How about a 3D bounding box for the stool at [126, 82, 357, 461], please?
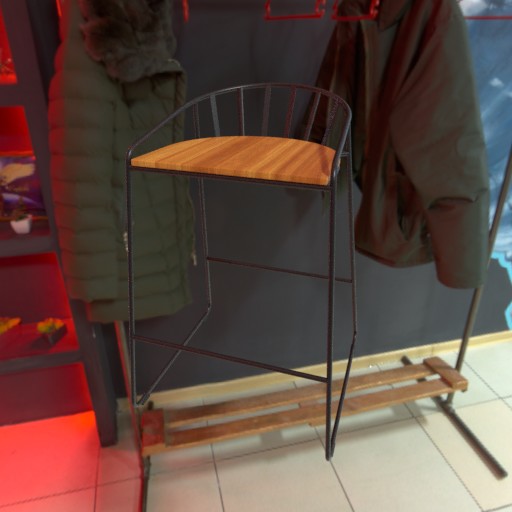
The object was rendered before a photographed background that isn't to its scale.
[{"bbox_3d":[0.000,0.000,1.169,0.546,0.812,0.521,9,29,16],"label":"stool"}]
